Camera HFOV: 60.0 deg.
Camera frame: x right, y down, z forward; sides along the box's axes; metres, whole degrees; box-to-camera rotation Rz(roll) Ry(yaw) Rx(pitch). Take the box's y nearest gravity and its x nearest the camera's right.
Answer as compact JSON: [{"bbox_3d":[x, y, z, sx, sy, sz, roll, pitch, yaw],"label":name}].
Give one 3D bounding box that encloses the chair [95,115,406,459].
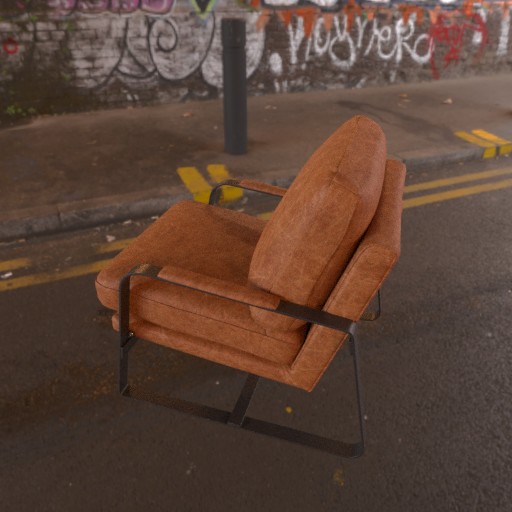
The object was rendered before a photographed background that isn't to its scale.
[{"bbox_3d":[0.000,0.000,1.355,0.801,0.777,0.651,9,33,15],"label":"chair"}]
